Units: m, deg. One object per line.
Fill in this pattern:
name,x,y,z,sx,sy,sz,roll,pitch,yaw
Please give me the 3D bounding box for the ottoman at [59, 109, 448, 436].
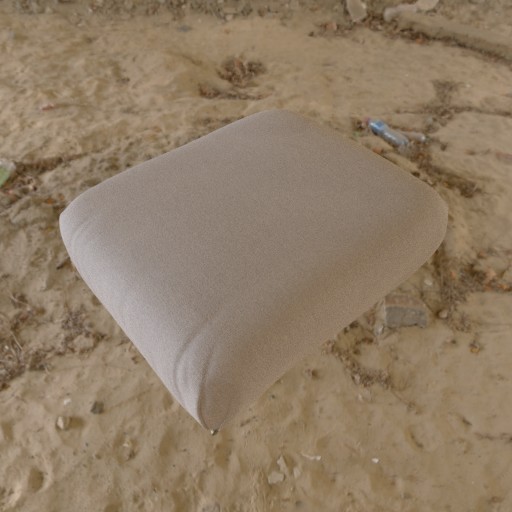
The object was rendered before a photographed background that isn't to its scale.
ottoman,0.000,0.000,1.117,0.746,0.450,0.622,-32,55,-26
